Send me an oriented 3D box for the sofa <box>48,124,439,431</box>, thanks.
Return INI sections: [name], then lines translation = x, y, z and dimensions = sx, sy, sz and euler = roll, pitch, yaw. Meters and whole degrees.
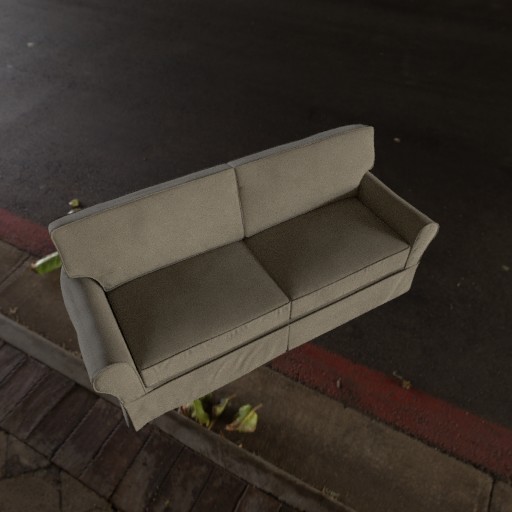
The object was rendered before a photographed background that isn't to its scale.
[sofa]
translation = 0.000, 0.000, 2.764
dimensions = 2.246, 1.014, 0.900
euler = -22, 50, -20
